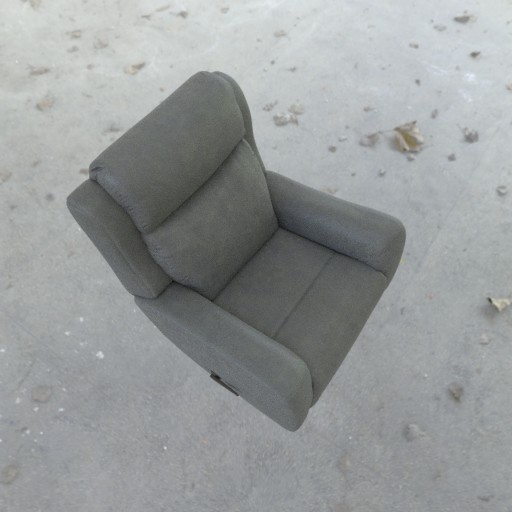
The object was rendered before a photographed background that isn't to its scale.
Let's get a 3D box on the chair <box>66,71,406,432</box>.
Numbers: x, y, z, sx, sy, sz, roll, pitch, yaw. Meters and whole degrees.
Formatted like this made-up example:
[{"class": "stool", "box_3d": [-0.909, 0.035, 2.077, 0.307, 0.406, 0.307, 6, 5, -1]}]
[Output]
[{"class": "chair", "box_3d": [0.000, 0.000, 1.924, 1.068, 1.116, 0.967, 31, 64, 17]}]
